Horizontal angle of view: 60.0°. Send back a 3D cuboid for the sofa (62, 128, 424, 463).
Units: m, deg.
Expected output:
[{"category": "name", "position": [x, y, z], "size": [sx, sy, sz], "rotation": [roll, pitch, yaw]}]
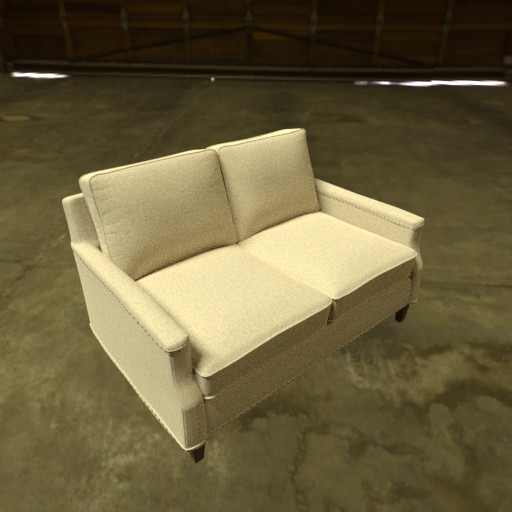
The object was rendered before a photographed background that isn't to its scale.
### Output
[{"category": "sofa", "position": [0.000, 0.000, 2.318], "size": [1.597, 1.003, 1.084], "rotation": [-23, 37, -34]}]
